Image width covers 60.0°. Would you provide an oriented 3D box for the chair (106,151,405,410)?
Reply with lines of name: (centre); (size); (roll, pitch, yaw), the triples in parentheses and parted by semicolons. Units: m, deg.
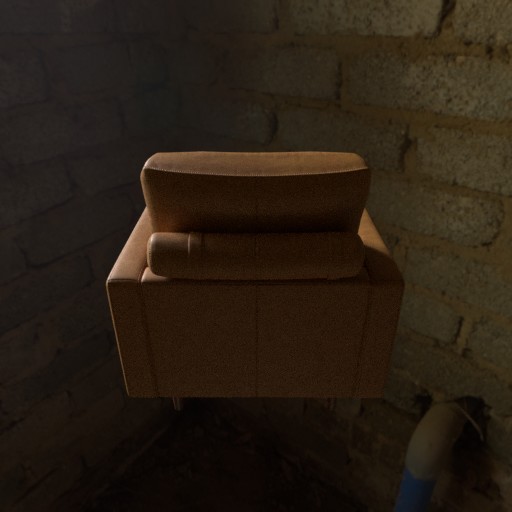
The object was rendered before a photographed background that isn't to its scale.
chair: (0.000, 0.000, 1.581); (0.831, 0.896, 0.868); (0, 29, 0)
